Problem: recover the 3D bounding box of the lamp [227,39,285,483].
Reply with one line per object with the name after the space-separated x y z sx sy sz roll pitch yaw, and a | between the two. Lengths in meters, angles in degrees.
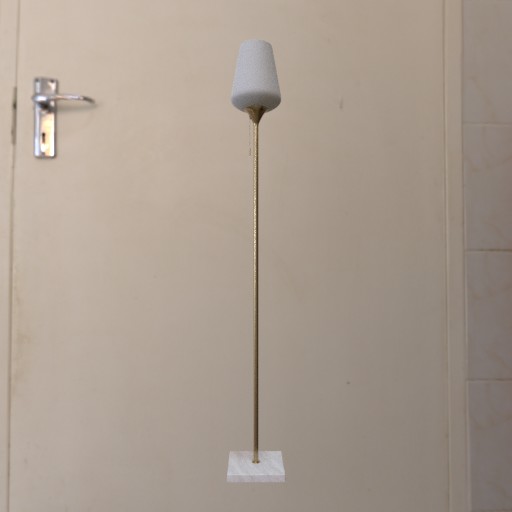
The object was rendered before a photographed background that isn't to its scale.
0.000 0.000 1.904 0.232 1.813 0.229 0 -2 -1 | lamp
